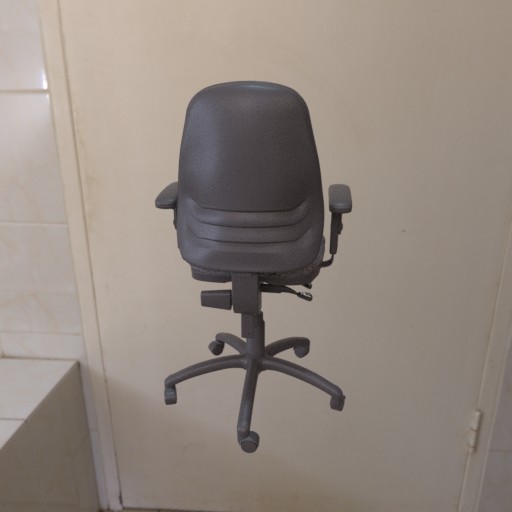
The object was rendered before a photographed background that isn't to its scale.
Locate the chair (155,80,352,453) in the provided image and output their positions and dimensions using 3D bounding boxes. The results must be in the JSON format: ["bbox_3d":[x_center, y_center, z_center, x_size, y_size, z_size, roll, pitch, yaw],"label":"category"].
[{"bbox_3d":[0.000,0.000,1.260,0.550,0.910,0.530,2,18,6],"label":"chair"}]
